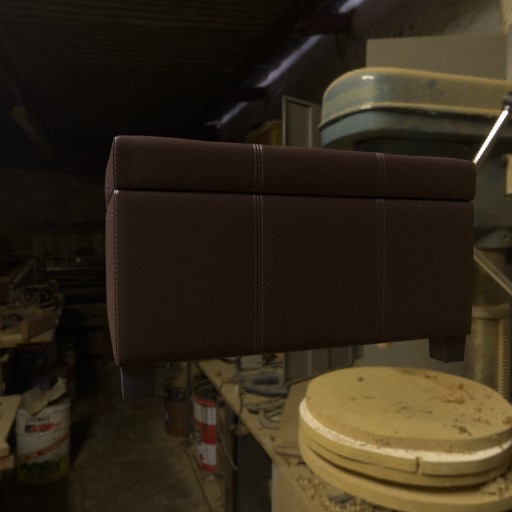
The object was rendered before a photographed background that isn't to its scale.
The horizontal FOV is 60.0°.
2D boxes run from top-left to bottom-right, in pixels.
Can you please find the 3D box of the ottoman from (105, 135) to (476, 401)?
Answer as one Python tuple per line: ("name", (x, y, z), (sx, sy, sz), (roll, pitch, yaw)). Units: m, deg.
("ottoman", (0.000, 0.000, 1.229), (0.788, 0.460, 0.787), (-1, 3, -19))
